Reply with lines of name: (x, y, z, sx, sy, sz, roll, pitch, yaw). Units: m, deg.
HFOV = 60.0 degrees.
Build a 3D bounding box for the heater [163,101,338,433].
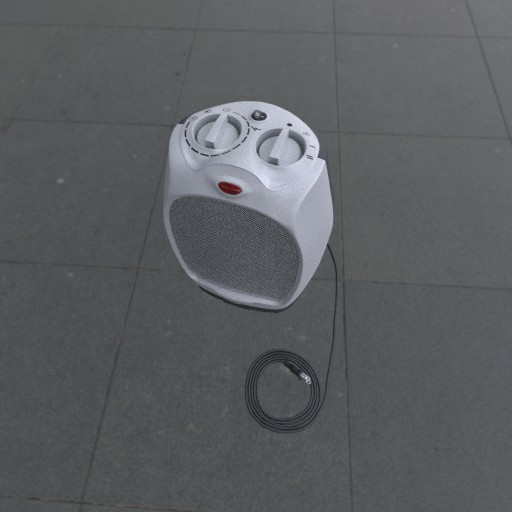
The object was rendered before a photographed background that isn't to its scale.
heater: (0.000, 0.000, 0.486, 0.239, 0.255, 0.291, 16, 60, 10)
